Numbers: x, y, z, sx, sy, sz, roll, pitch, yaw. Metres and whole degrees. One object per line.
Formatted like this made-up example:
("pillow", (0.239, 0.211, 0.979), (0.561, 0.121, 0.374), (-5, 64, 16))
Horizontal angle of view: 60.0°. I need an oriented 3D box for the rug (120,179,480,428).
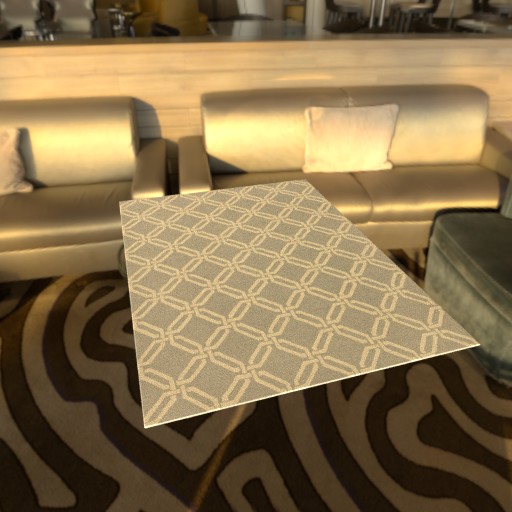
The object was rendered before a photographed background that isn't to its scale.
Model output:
("rug", (0.000, 0.000, 4.335), (2.438, 0.013, 3.353), (-9, 33, -15))
